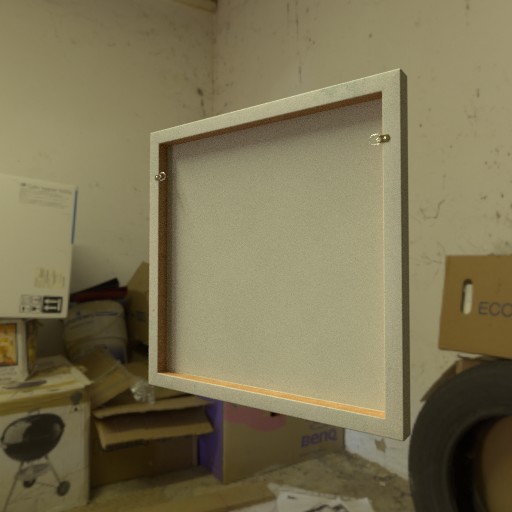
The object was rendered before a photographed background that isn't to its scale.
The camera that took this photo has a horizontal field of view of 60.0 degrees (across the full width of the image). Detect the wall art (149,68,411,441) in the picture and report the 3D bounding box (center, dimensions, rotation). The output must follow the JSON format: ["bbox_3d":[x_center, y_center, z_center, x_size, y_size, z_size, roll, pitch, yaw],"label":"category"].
[{"bbox_3d":[0.000,0.000,0.915,0.612,0.612,0.040,-1,-2,35],"label":"wall art"}]
